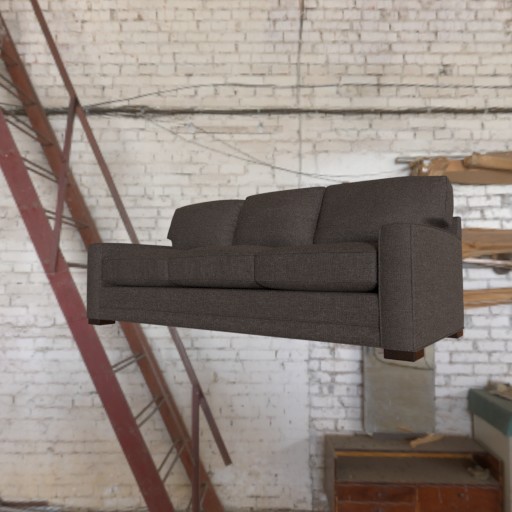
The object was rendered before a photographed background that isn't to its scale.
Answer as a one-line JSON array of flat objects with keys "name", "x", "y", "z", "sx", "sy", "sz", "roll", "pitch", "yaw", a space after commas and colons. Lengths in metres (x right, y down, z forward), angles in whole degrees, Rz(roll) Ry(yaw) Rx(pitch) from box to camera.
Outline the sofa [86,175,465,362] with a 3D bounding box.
[{"name": "sofa", "x": 0.000, "y": 0.000, "z": 2.956, "sx": 2.369, "sy": 0.978, "sz": 1.004, "roll": -2, "pitch": -3, "yaw": 36}]
